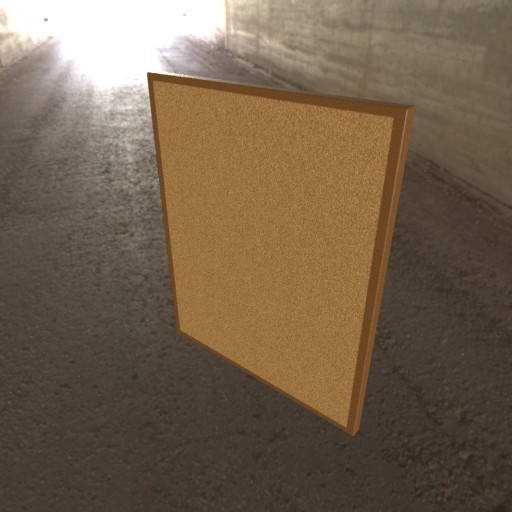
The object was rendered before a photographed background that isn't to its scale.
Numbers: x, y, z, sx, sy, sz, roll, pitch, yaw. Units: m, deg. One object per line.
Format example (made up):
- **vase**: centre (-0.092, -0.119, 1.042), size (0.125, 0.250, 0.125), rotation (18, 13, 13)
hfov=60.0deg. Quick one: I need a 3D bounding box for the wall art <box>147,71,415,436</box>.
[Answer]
- **wall art**: centre (0.000, 0.000, 0.756), size (0.449, 0.550, 0.021), rotation (22, 37, 33)
